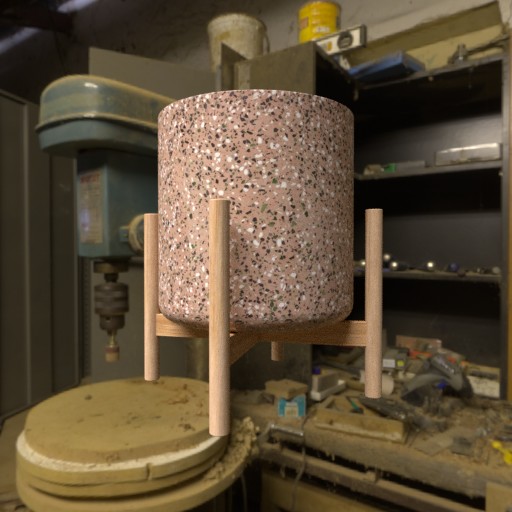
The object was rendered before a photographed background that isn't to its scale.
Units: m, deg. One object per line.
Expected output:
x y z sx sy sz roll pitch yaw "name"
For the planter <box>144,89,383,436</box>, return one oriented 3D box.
0.000 0.000 0.706 0.360 0.419 0.360 1 1 36 "planter"
